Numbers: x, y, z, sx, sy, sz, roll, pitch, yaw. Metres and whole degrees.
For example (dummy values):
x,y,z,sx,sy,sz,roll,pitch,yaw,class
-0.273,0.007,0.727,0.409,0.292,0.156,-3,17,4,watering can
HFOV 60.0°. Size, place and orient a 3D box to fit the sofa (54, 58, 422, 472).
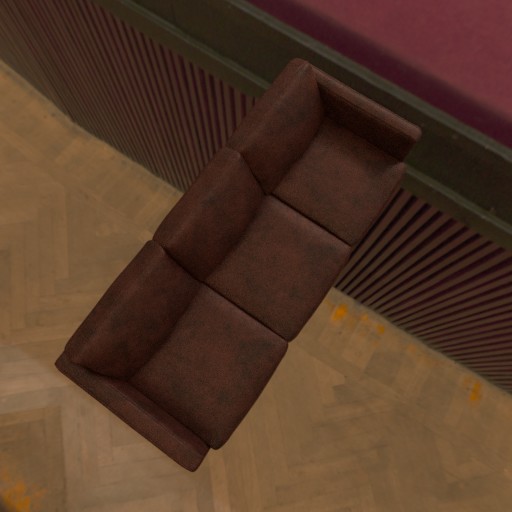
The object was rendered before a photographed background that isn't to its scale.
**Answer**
x,y,z,sx,sy,sz,roll,pitch,yaw,class
0.000,0.000,2.923,1.045,1.006,2.464,34,78,9,sofa
